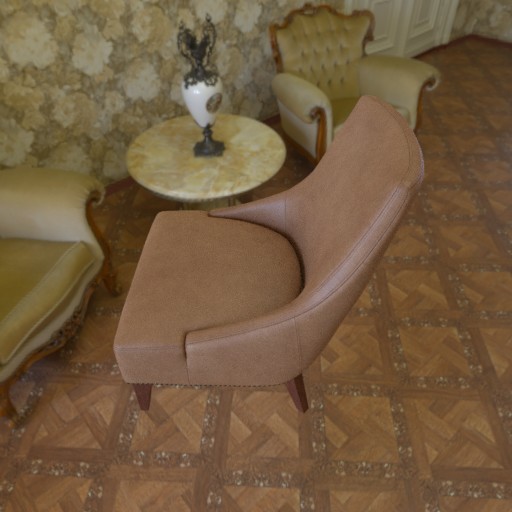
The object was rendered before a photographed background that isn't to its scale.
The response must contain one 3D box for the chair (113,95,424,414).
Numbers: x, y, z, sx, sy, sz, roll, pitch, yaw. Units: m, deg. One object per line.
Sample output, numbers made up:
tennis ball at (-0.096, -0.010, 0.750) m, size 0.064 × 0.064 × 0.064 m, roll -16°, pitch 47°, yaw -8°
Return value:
chair at (0.000, 0.000, 1.489) m, size 0.861 × 0.909 × 0.701 m, roll 1°, pitch 41°, yaw 1°
